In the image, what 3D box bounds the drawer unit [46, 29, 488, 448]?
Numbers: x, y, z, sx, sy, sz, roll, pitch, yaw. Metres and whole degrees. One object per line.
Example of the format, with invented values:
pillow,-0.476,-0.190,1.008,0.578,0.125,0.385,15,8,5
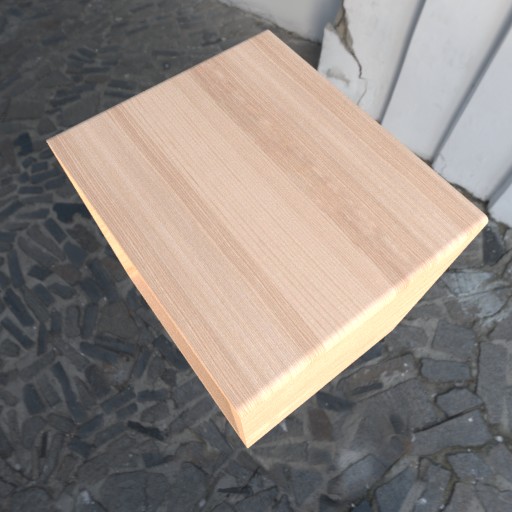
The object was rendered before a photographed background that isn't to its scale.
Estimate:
drawer unit,0.000,0.000,0.590,0.290,0.344,0.344,-34,68,-16
